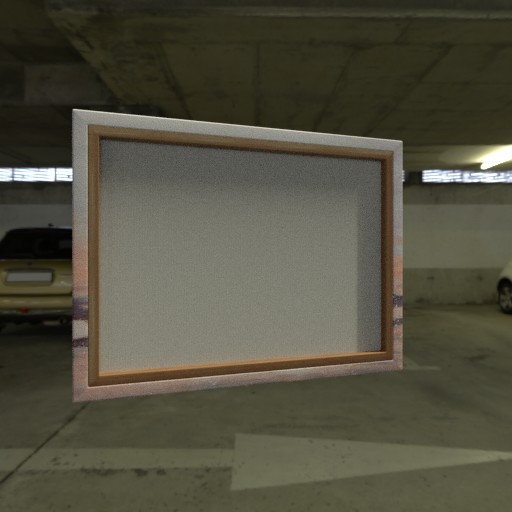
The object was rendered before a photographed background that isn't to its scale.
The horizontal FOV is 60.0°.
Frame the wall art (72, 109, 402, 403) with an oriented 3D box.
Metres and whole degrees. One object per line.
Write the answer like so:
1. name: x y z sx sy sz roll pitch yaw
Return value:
1. wall art: 0.000 0.000 1.326 1.015 0.763 0.038 0 0 -19
